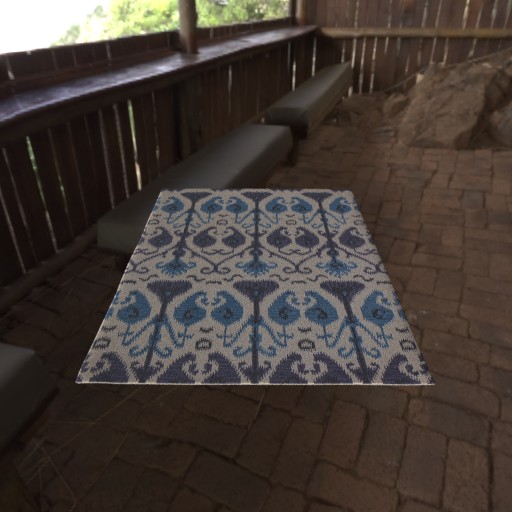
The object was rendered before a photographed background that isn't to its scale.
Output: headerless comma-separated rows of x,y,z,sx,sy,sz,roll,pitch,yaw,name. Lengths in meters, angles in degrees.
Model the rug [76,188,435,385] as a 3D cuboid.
0.000,0.000,4.353,2.443,0.024,3.228,0,32,0,rug
